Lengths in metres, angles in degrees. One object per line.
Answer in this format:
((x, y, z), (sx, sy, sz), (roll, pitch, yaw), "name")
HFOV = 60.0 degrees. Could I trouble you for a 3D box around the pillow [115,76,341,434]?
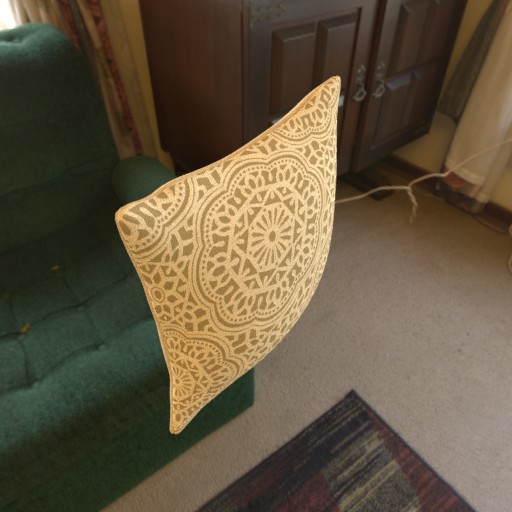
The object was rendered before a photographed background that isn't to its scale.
((0.000, 0.000, 0.667), (0.167, 0.421, 0.438), (25, 47, 25), "pillow")
